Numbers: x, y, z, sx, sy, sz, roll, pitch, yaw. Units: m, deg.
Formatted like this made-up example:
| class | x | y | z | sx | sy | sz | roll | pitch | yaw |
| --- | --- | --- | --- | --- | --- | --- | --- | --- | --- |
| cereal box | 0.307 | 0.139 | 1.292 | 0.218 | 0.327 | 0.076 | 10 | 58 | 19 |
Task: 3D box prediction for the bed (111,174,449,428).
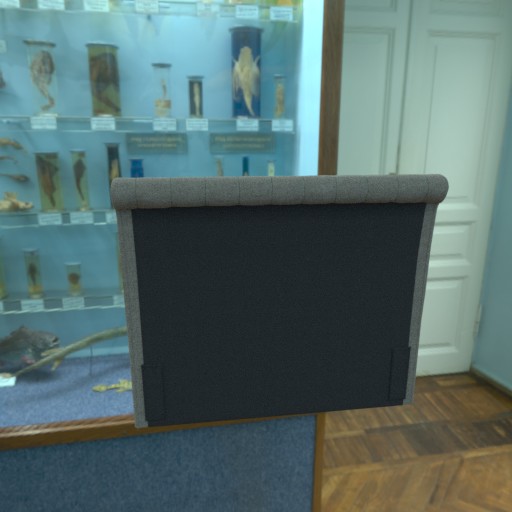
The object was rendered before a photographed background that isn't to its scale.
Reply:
| class | x | y | z | sx | sy | sz | roll | pitch | yaw |
| --- | --- | --- | --- | --- | --- | --- | --- | --- | --- |
| bed | 0.000 | 0.000 | 3.346 | 1.645 | 1.371 | 2.252 | -2 | 15 | -8 |
